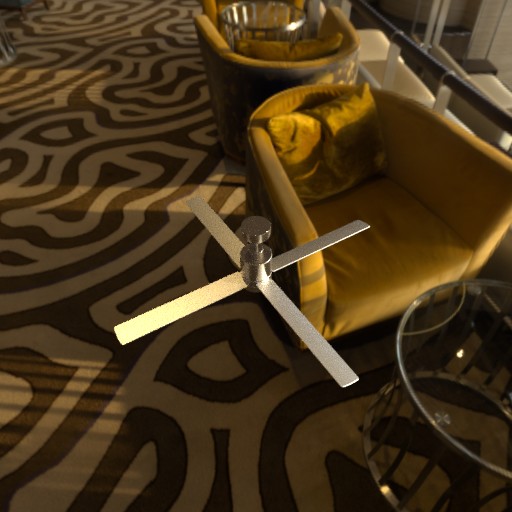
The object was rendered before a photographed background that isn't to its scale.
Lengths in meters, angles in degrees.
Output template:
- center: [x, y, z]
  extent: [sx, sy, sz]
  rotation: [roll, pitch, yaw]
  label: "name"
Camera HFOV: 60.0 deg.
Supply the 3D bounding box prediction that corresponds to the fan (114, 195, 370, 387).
- center: [0.000, 0.000, 1.956]
  extent: [1.322, 0.355, 1.322]
  rotation: [-24, 50, -22]
  label: "fan"
